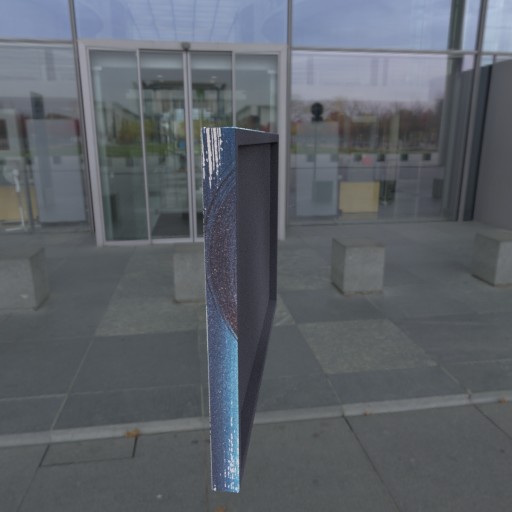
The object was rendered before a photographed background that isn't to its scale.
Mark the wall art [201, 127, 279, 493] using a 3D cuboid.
[{"bbox_3d":[0.000,0.000,0.754,0.033,0.406,0.609,2,15,6],"label":"wall art"}]
